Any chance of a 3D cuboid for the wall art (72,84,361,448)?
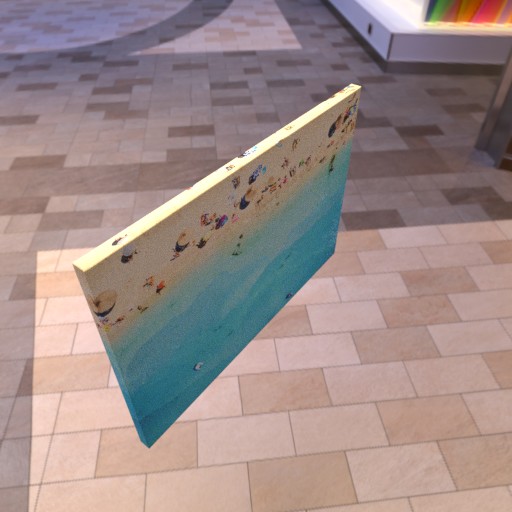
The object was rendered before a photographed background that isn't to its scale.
[{"bbox_3d":[0.000,0.000,1.450,0.040,0.769,1.136,27,49,27],"label":"wall art"}]
